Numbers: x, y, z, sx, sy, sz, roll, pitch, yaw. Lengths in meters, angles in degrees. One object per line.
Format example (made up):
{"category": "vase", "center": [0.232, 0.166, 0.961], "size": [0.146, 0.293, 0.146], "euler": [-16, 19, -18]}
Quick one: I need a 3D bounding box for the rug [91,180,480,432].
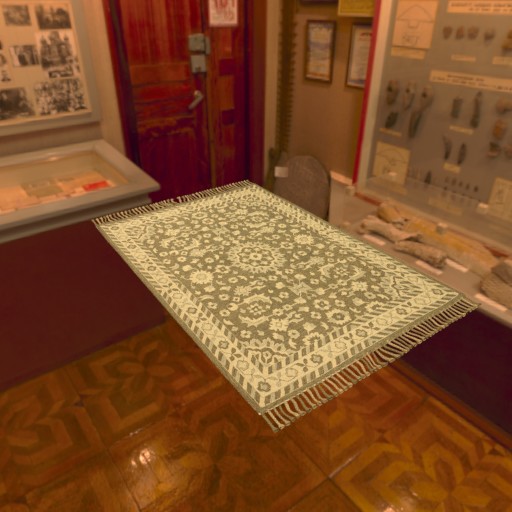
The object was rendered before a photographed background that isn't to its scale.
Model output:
{"category": "rug", "center": [0.000, 0.000, 3.055], "size": [1.530, 0.025, 2.431], "euler": [-20, 36, -30]}
